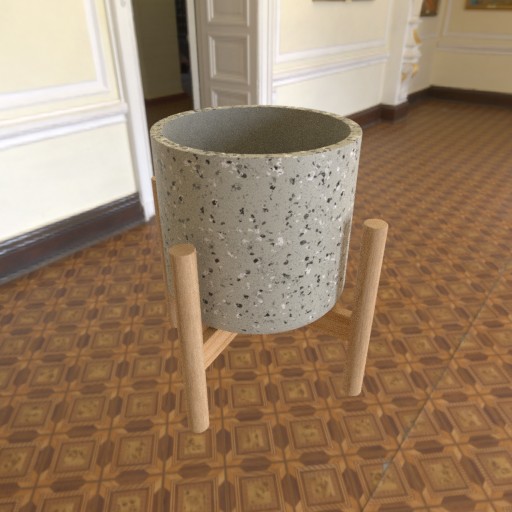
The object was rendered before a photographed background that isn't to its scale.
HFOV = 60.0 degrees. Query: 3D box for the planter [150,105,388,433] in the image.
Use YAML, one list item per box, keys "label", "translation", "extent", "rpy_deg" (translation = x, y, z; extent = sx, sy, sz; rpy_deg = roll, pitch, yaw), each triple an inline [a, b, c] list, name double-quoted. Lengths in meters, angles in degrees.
- label: "planter"
  translation: [0.000, 0.000, 0.553]
  extent: [0.284, 0.320, 0.284]
  rpy_deg: [-22, 36, -33]
